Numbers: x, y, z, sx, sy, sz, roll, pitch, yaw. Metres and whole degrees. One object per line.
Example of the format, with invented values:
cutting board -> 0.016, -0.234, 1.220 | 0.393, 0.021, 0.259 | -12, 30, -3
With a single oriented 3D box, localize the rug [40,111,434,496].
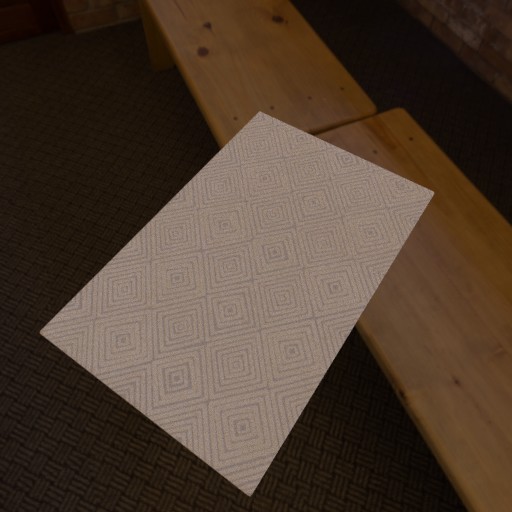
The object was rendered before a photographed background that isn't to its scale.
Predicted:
rug -> 0.000, 0.000, 2.187 | 1.143, 0.008, 1.753 | 30, 63, 17
